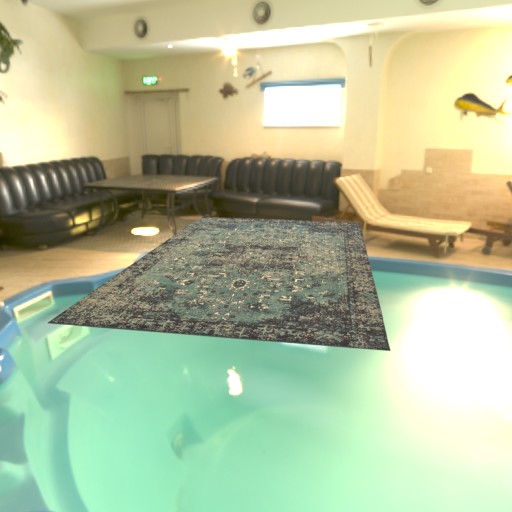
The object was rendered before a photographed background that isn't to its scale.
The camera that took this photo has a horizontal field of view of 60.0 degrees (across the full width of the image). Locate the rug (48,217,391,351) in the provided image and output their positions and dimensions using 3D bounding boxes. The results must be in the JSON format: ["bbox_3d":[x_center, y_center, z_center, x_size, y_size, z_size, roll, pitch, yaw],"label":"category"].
[{"bbox_3d":[0.000,0.000,3.060,1.525,0.007,2.440,3,17,9],"label":"rug"}]
